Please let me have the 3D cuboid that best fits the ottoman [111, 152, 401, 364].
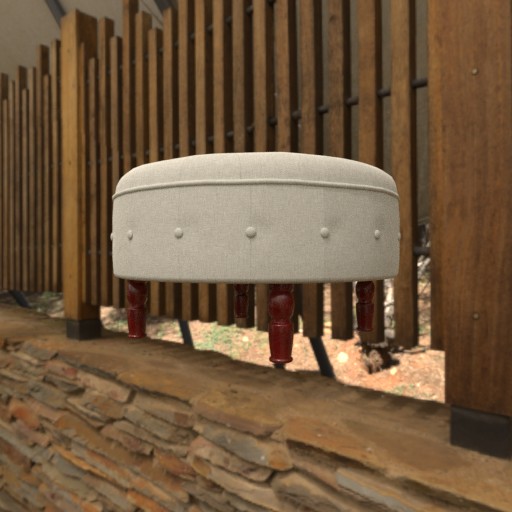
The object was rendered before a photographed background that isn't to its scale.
[{"bbox_3d":[0.000,0.000,1.377,0.850,0.483,0.850,0,0,0],"label":"ottoman"}]
